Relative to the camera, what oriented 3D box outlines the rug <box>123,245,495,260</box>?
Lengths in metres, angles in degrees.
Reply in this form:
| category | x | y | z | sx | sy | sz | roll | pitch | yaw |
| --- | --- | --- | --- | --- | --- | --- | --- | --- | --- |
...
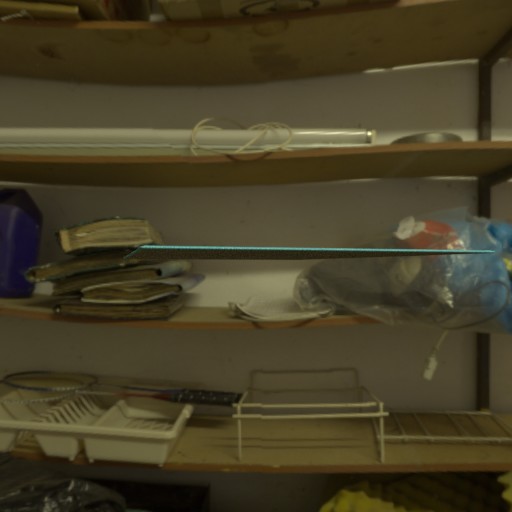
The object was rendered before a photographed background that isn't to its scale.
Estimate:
| category | x | y | z | sx | sy | sz | roll | pitch | yaw |
| --- | --- | --- | --- | --- | --- | --- | --- | --- | --- |
| rug | 0.000 | 0.000 | 2.803 | 1.554 | 0.012 | 2.205 | 0 | -1 | -18 |
